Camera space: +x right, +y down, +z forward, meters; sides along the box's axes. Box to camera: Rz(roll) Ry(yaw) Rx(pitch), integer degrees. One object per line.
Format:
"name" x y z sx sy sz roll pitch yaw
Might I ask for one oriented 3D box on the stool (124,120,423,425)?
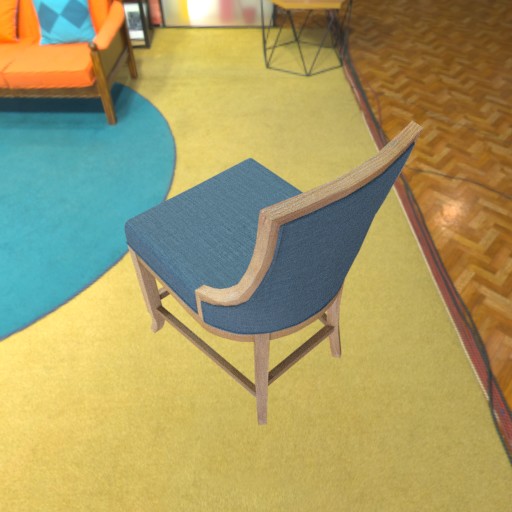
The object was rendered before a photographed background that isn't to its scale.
"stool" 0.000 0.000 1.311 0.524 0.938 0.626 -33 55 -27
